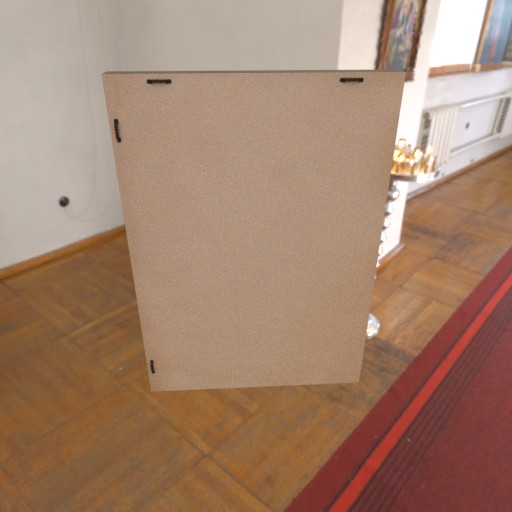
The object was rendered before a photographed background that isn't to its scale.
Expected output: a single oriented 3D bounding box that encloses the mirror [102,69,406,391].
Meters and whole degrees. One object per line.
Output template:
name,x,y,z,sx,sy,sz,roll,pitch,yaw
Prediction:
mirror,0.000,0.000,0.920,0.507,0.710,0.040,-2,29,-3
